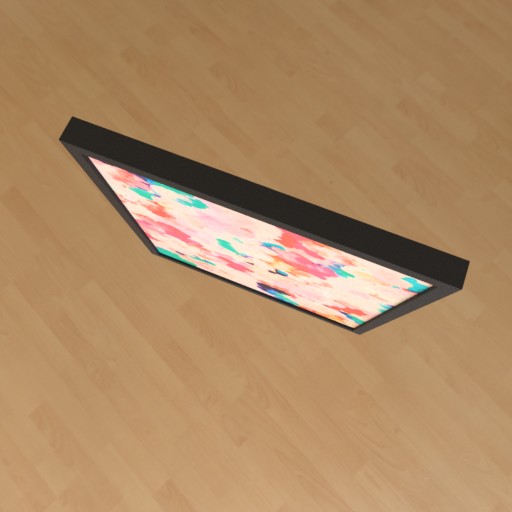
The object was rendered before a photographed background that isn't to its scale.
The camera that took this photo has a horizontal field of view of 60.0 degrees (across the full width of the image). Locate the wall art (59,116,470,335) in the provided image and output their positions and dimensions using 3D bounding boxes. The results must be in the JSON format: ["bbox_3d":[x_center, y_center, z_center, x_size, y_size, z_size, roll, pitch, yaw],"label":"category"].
[{"bbox_3d":[0.000,0.000,0.763,0.506,0.503,0.036,21,75,6],"label":"wall art"}]
